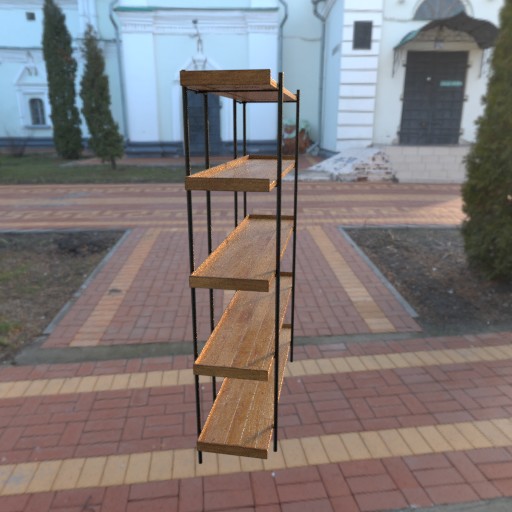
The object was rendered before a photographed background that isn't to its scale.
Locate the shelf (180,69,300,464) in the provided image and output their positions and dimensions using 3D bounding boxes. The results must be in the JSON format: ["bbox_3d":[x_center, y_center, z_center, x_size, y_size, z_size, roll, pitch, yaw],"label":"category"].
[{"bbox_3d":[0.000,0.000,2.506,0.379,1.826,1.371,3,17,9],"label":"shelf"}]
